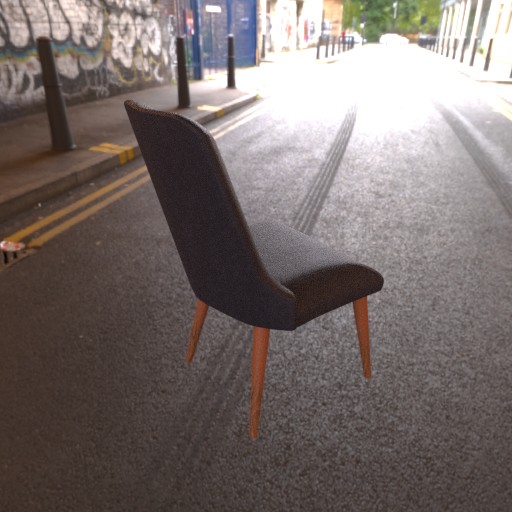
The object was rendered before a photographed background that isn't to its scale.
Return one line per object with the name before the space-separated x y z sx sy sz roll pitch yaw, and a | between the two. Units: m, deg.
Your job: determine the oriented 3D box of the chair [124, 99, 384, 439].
chair | 0.000 0.000 1.200 0.567 0.820 0.504 -18 32 -31
